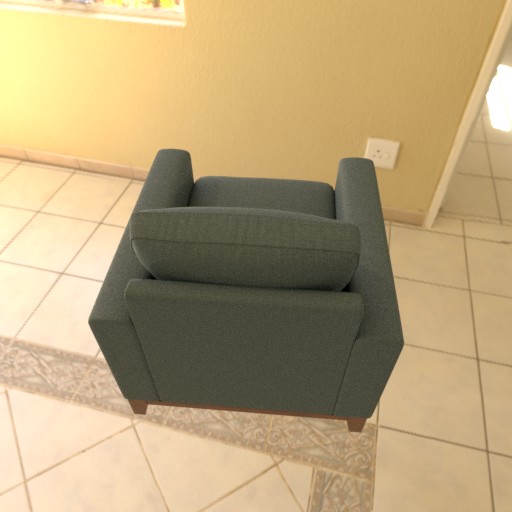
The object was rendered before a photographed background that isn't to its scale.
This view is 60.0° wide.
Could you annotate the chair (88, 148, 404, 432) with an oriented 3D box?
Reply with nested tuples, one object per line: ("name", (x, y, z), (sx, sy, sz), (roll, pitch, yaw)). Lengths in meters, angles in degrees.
("chair", (0.000, 0.000, 1.895), (1.024, 1.010, 1.038), (3, 47, 3))
